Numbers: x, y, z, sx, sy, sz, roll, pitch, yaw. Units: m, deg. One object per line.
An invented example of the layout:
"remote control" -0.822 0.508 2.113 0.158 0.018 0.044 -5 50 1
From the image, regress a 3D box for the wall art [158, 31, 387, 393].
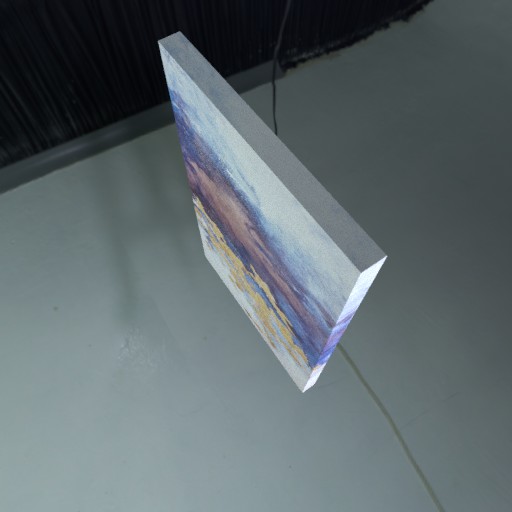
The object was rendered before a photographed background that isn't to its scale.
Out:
"wall art" 0.000 0.000 1.113 0.048 0.874 0.583 -31 67 -15
